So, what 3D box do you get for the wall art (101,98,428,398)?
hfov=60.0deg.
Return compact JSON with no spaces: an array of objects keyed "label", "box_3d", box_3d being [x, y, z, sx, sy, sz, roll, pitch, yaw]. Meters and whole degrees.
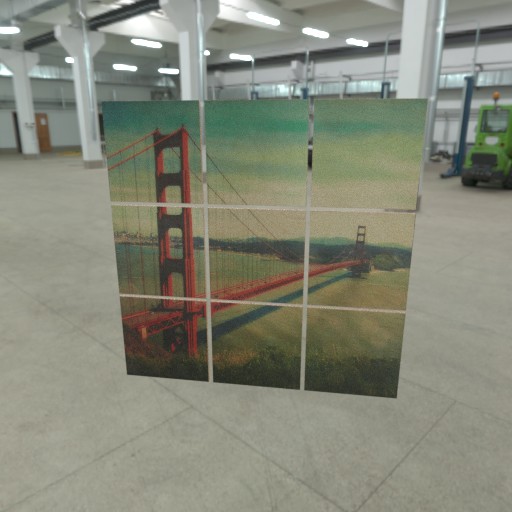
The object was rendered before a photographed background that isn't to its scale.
[{"label":"wall art","box_3d":[0.000,0.000,1.368,0.917,0.910,0.012,3,17,8]}]
